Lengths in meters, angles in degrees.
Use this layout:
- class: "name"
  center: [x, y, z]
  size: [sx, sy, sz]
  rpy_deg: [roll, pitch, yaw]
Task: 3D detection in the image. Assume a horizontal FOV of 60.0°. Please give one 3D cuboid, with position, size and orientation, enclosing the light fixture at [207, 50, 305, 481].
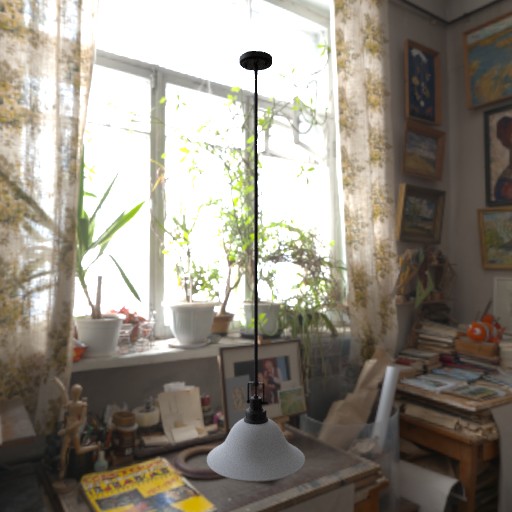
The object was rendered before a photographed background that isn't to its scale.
- class: "light fixture"
  center: [0.000, 0.000, 1.482]
  size: [0.324, 1.337, 0.324]
  rpy_deg: [0, -1, 17]
